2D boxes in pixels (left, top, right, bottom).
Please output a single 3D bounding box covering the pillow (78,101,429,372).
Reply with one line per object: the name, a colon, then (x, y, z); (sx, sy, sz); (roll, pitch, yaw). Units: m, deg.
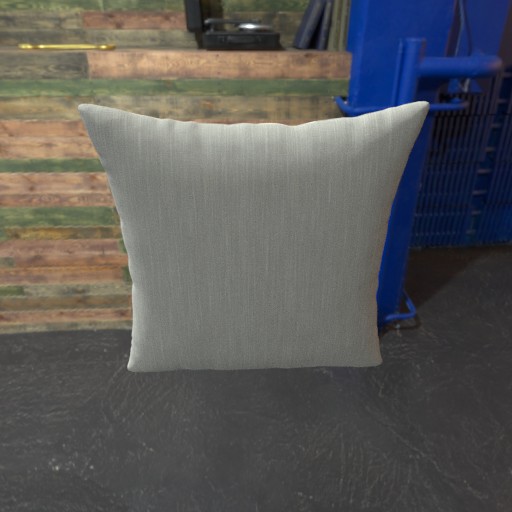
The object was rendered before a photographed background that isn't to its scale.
pillow: (0.000, 0.000, 0.766); (0.511, 0.509, 0.161); (-1, 29, -2)
